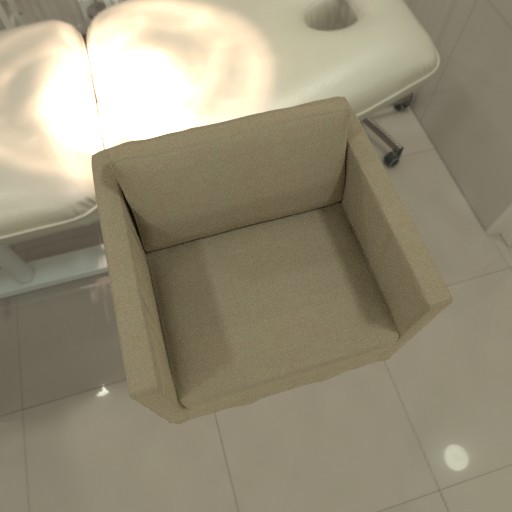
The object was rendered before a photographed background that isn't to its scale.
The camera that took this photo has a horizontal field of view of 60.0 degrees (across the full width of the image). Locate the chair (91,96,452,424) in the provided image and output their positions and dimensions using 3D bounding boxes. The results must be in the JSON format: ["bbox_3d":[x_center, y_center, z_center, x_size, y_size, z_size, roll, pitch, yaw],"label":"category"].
[{"bbox_3d":[0.000,0.000,1.748,1.057,0.863,0.949,-15,65,-7],"label":"chair"}]
